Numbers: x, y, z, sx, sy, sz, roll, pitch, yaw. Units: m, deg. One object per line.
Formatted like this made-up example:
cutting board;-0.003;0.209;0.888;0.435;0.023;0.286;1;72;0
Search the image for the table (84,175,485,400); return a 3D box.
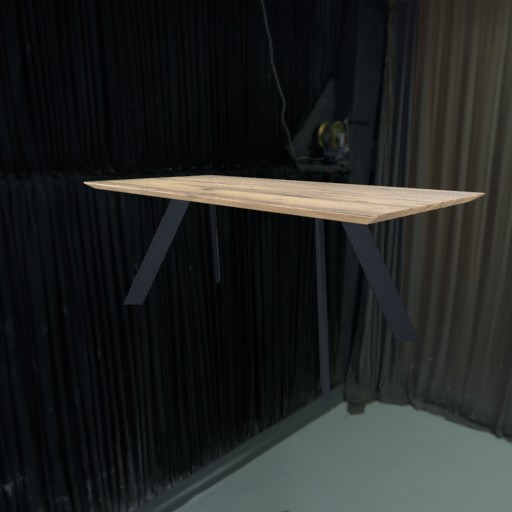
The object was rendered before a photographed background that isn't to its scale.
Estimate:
table;0.000;0.000;2.487;2.000;0.770;1.000;13;19;43
